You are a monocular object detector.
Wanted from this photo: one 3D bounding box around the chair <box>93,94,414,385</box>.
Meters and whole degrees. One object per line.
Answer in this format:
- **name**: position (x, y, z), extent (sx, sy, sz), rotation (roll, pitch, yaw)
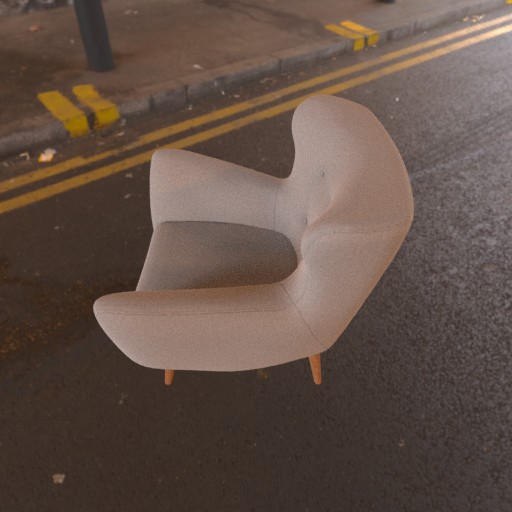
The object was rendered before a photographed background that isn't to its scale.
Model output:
- **chair**: position (0.000, 0.000, 1.595), extent (0.889, 0.889, 0.890), rotation (1, 42, 1)
